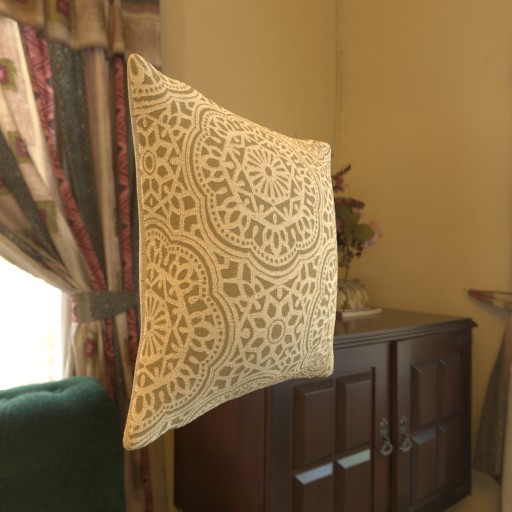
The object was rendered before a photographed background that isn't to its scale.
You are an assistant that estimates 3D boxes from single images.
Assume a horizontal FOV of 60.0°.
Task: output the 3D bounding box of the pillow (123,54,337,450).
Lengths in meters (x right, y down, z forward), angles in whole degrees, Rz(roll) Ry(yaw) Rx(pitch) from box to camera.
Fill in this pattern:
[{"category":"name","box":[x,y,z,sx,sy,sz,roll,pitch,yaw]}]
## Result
[{"category":"pillow","box":[0.000,0.000,0.634,0.167,0.421,0.438,-1,-2,38]}]
